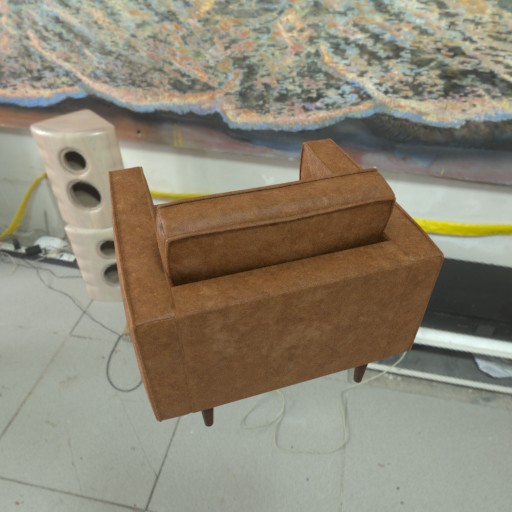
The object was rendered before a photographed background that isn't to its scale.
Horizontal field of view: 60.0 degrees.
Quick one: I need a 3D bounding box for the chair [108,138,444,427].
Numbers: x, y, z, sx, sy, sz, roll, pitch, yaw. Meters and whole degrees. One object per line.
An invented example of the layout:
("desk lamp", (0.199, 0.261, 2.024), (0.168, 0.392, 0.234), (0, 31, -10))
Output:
("chair", (0.000, 0.000, 1.556), (0.928, 0.767, 0.798), (-12, 42, -13))
